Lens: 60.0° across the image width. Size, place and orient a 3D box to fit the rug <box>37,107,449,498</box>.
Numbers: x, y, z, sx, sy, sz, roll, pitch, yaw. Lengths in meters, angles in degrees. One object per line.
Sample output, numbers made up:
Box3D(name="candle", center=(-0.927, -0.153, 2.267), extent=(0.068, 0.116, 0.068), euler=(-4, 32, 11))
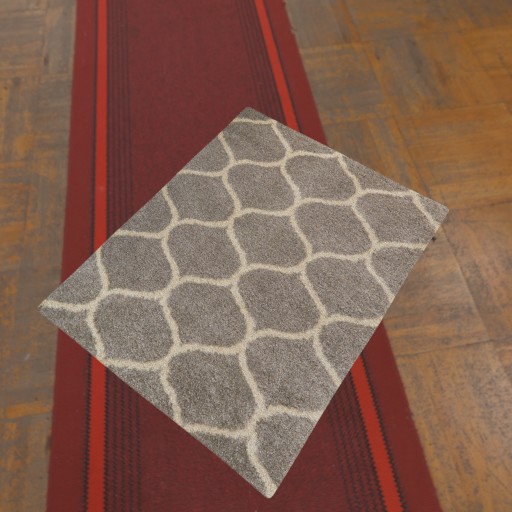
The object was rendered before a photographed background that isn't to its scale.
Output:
Box3D(name="rug", center=(0.000, 0.000, 3.971), extent=(2.399, 0.026, 3.000), euler=(32, 65, 17))
